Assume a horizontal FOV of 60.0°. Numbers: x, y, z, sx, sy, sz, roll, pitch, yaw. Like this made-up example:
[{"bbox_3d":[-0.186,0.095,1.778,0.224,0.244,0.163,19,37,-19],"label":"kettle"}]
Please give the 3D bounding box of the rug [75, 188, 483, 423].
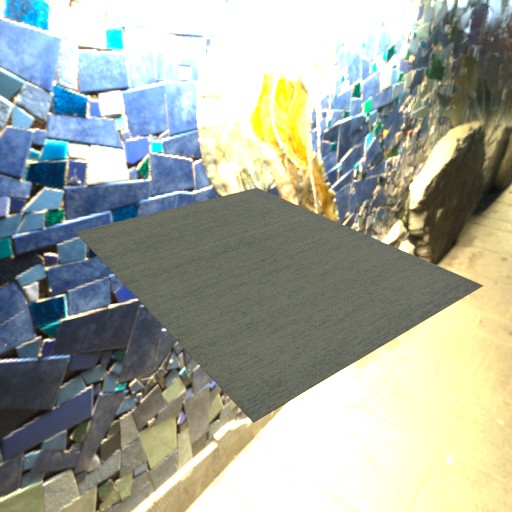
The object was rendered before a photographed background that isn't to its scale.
[{"bbox_3d":[0.000,0.000,4.256,2.438,0.006,3.197,-19,33,-32],"label":"rug"}]
